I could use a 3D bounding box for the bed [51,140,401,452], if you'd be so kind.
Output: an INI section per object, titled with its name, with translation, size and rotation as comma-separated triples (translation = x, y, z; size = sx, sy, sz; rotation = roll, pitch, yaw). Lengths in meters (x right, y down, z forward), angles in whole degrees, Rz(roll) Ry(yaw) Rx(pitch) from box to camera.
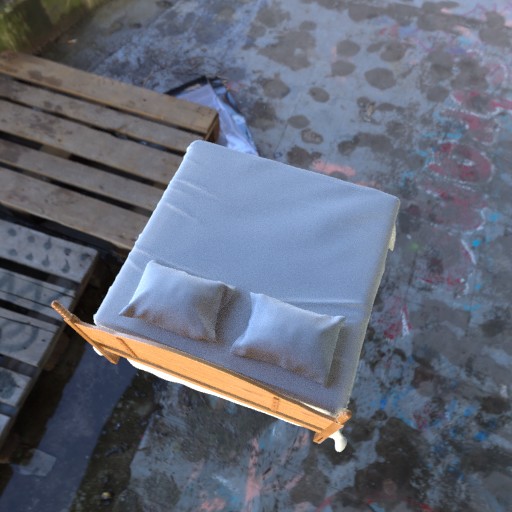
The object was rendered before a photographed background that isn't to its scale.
[bed]
translation = 0.000, 0.000, 3.637
size = 2.322, 1.355, 2.219
rotation = 18, 64, 9
